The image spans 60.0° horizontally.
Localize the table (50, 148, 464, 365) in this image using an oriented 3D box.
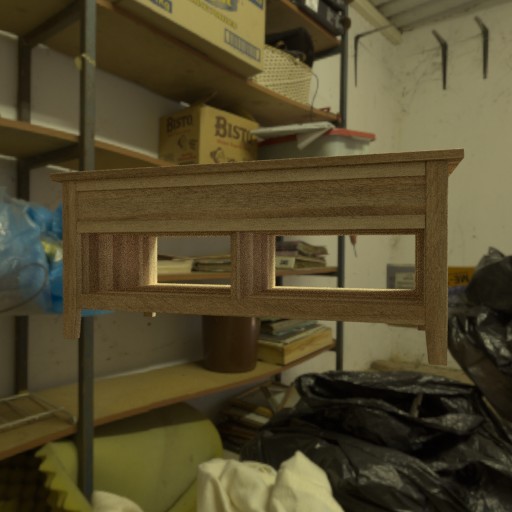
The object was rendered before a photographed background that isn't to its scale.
[{"bbox_3d":[0.000,0.000,1.360,1.095,0.480,0.493,0,1,17],"label":"table"}]
